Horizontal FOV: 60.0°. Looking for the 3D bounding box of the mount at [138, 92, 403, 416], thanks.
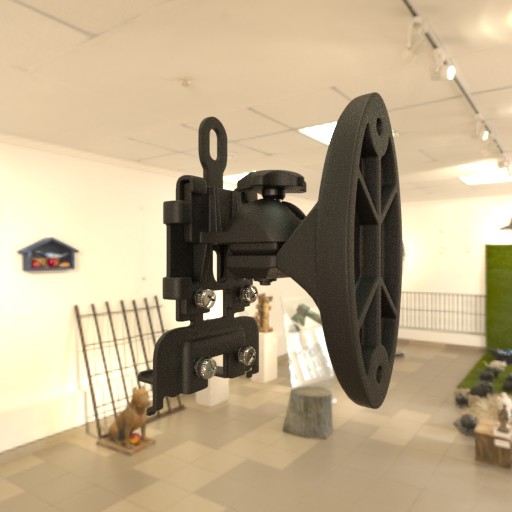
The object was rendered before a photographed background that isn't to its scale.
[{"bbox_3d":[0.000,0.000,0.176,0.100,0.118,0.066,0,0,35],"label":"mount"}]
